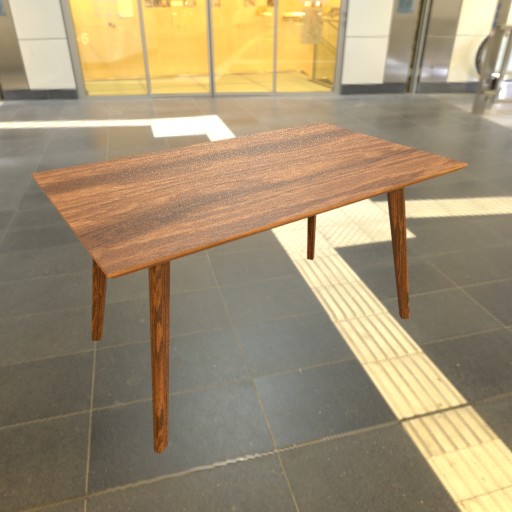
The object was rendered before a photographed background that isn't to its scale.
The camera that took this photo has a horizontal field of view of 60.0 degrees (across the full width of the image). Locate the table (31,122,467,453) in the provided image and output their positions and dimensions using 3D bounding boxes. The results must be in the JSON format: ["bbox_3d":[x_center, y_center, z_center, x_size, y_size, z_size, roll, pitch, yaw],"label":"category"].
[{"bbox_3d":[0.000,0.000,1.770,1.349,0.724,0.801,-19,35,-30],"label":"table"}]
